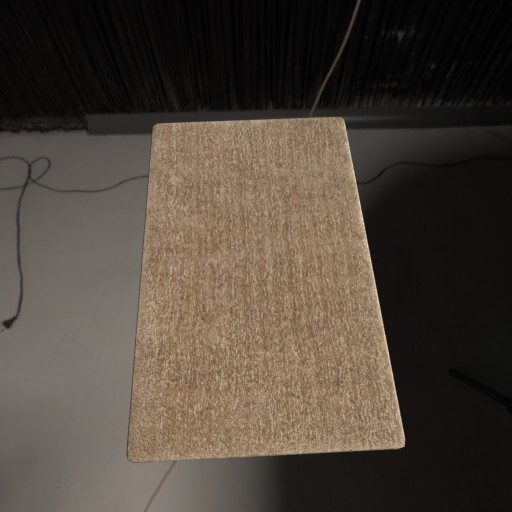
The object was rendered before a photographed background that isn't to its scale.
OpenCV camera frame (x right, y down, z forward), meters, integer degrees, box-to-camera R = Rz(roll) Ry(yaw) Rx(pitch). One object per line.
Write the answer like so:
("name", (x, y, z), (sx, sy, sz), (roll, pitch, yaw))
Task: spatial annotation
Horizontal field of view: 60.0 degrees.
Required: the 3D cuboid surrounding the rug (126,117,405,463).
("rug", (0.000, 0.000, 2.995), (1.539, 0.024, 2.469), (-2, 62, -1))
